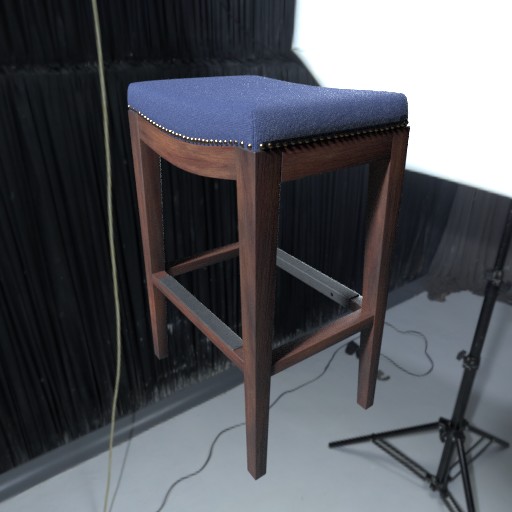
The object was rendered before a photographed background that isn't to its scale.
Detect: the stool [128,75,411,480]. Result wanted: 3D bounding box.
[{"bbox_3d":[0.000,0.000,1.022,0.358,0.740,0.498,-18,31,-31],"label":"stool"}]
